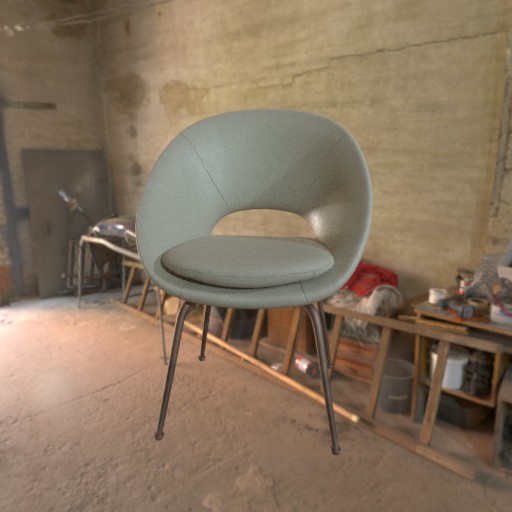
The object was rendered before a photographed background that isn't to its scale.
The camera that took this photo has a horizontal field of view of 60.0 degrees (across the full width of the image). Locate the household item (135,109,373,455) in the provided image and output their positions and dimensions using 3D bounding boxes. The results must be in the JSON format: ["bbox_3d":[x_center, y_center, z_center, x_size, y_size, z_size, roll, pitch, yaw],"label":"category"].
[{"bbox_3d":[0.000,0.000,1.274,0.623,0.852,0.573,2,13,7],"label":"household item"}]
